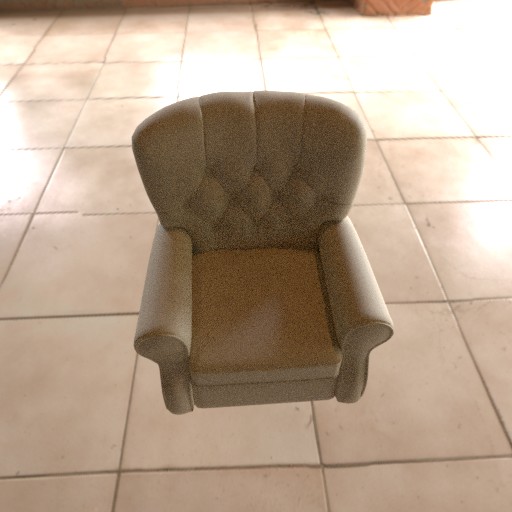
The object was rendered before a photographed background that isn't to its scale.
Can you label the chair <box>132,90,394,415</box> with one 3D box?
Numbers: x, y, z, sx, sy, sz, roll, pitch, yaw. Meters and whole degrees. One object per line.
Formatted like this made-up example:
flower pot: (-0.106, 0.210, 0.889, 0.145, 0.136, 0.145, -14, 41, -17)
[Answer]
chair: (0.000, 0.000, 2.074, 1.035, 1.169, 1.132, -3, 46, -3)
